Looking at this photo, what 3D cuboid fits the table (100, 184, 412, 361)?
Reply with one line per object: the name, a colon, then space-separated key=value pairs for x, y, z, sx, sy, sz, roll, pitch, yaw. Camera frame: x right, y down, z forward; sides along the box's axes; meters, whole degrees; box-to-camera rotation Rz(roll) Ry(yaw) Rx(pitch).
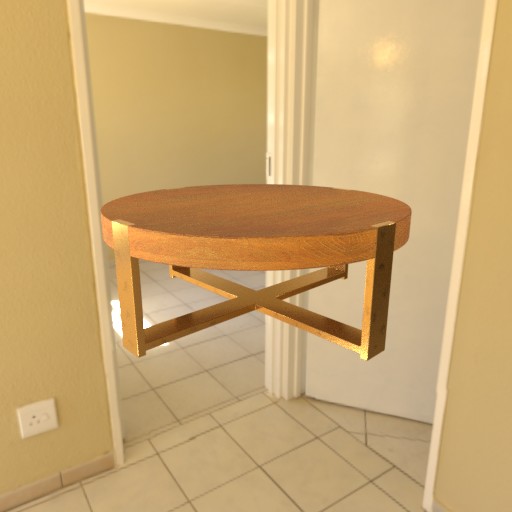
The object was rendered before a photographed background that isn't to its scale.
table: x=0.000 y=0.000 z=1.717 sx=1.100 sy=0.420 sz=1.100 roll=0 pitch=16 yaw=0
